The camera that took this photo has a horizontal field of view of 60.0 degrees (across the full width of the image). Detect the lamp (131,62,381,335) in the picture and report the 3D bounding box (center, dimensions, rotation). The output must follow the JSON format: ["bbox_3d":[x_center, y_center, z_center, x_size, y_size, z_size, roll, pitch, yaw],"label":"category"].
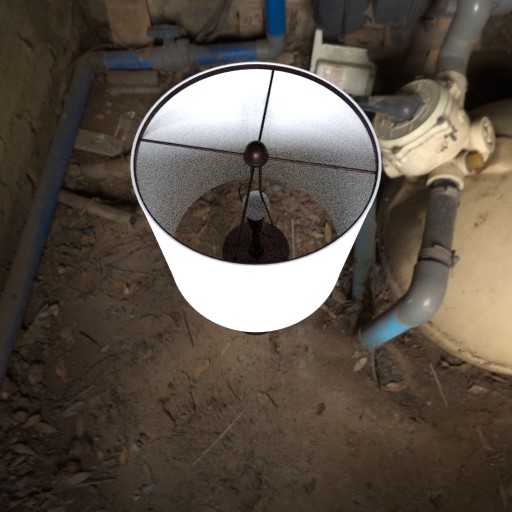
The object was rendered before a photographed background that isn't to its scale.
[{"bbox_3d":[0.000,0.000,0.808,0.301,0.630,0.301,-33,70,-14],"label":"lamp"}]
